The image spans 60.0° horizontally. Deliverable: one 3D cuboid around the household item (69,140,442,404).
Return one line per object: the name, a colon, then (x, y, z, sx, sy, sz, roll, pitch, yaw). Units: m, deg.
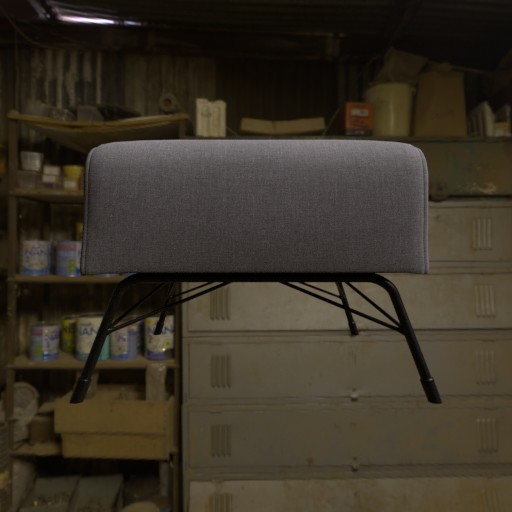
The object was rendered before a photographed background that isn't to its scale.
household item: (0.000, 0.000, 0.885, 0.530, 0.410, 0.530, 0, 1, 0)
